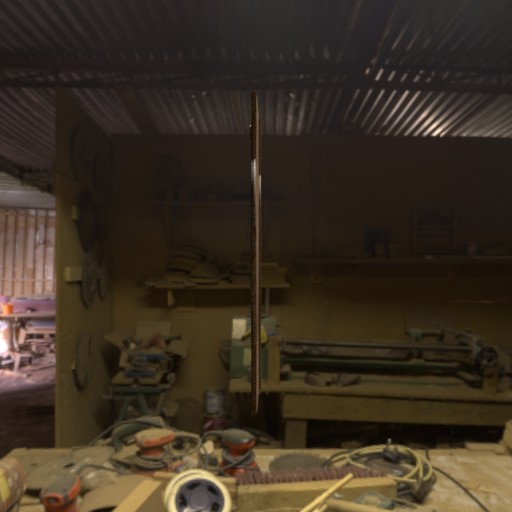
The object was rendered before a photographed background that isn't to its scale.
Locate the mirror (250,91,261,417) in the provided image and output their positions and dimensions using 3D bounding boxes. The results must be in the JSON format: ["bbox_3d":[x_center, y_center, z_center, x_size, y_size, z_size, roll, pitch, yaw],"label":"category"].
[{"bbox_3d":[0.000,0.000,1.018,0.019,0.686,0.686,0,-1,0],"label":"mirror"}]
